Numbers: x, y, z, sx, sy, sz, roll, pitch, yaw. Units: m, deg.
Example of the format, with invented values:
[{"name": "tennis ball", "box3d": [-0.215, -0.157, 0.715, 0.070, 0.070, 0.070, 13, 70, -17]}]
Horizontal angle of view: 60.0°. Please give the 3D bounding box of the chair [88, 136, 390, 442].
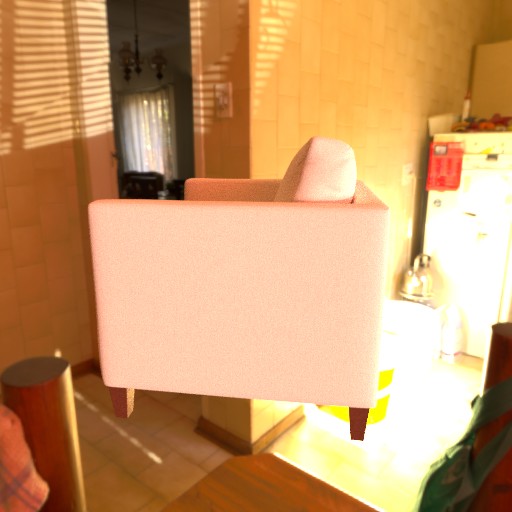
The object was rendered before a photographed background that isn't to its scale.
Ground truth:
[{"name": "chair", "box3d": [0.000, 0.000, 1.725, 0.878, 0.885, 1.019, 2, 14, 9]}]
